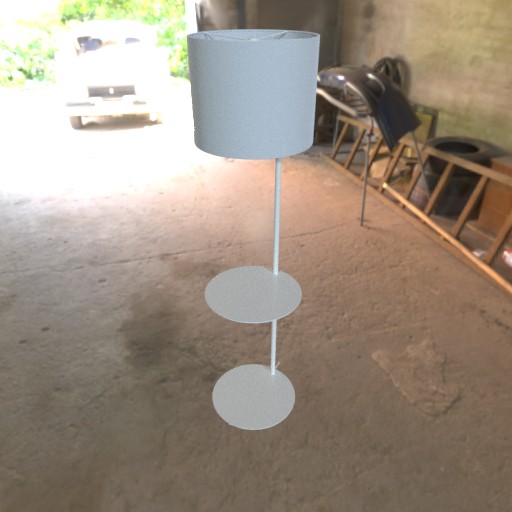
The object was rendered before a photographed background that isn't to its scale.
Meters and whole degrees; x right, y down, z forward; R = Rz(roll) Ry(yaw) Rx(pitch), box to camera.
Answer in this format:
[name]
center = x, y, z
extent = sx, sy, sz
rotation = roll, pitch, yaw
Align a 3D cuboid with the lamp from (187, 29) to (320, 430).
[lamp]
center = 0.000, 0.000, 1.631
extent = 0.372, 1.465, 0.405
rotation = 20, 36, 29
